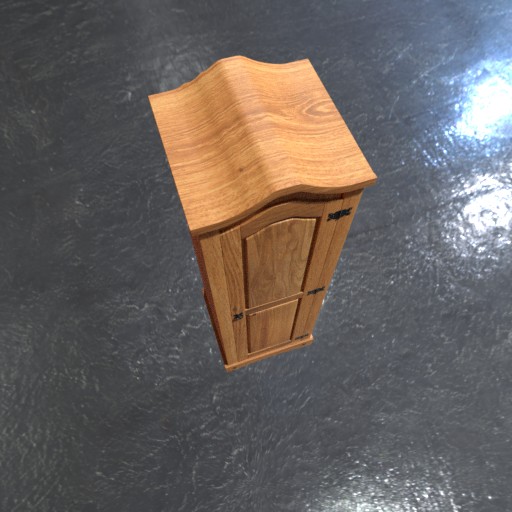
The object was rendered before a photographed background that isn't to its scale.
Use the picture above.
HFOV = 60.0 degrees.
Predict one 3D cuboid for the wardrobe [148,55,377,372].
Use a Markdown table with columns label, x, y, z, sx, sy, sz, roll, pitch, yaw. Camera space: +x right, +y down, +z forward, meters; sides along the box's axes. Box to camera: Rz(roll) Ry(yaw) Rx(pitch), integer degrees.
| label | x | y | z | sx | sy | sz | roll | pitch | yaw |
| --- | --- | --- | --- | --- | --- | --- | --- | --- | --- |
| wardrobe | 0.000 | 0.000 | 2.192 | 0.590 | 1.870 | 0.570 | -17 | 64 | -8 |
